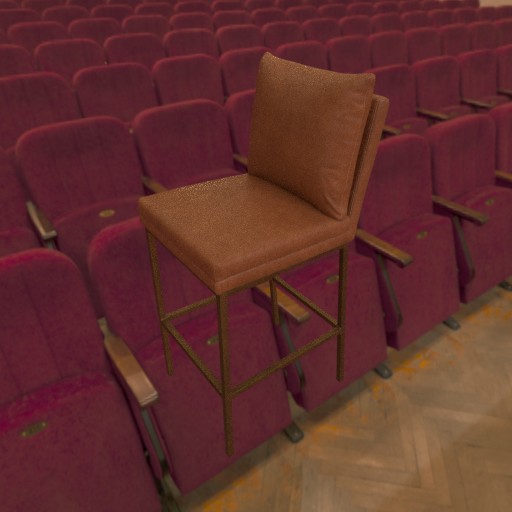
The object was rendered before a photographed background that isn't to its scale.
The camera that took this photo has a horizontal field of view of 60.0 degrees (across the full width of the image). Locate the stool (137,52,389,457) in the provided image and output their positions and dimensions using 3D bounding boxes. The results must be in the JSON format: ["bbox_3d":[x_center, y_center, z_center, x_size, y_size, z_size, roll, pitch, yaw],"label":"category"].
[{"bbox_3d":[0.000,0.000,1.424,0.571,1.124,0.463,-21,38,-30],"label":"stool"}]
